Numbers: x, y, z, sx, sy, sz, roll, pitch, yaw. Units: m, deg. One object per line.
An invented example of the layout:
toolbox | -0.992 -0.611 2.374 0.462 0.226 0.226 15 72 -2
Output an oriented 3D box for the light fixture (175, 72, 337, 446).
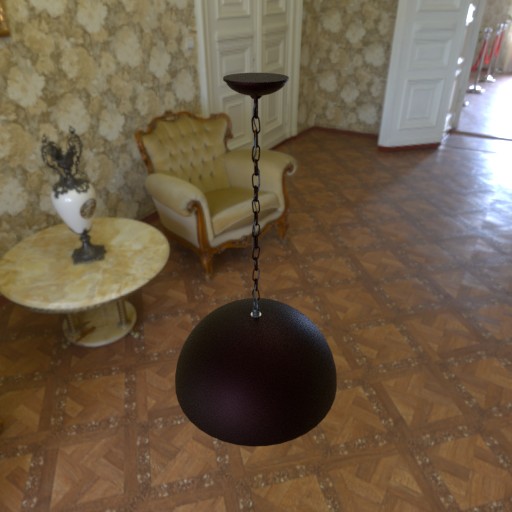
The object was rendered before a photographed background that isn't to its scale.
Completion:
light fixture | 0.000 0.000 1.151 0.492 0.869 0.492 -8 31 -13
